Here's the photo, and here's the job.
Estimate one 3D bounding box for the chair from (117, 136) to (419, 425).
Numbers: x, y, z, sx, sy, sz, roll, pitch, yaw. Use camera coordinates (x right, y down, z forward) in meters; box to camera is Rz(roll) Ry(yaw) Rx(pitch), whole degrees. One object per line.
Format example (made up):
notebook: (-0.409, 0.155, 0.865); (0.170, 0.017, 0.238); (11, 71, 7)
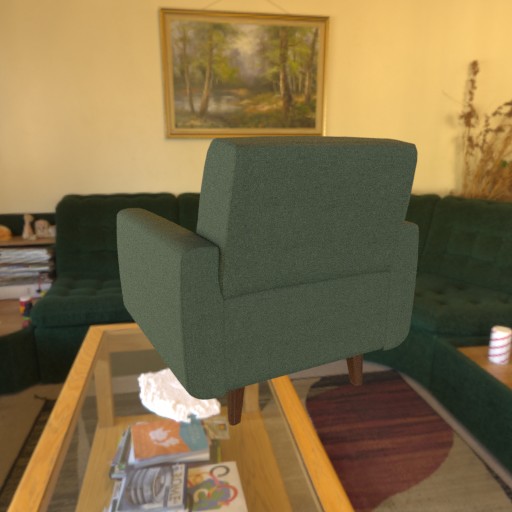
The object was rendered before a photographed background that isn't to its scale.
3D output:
chair: (0.000, 0.000, 1.618); (0.831, 0.841, 0.909); (-7, 16, -27)
